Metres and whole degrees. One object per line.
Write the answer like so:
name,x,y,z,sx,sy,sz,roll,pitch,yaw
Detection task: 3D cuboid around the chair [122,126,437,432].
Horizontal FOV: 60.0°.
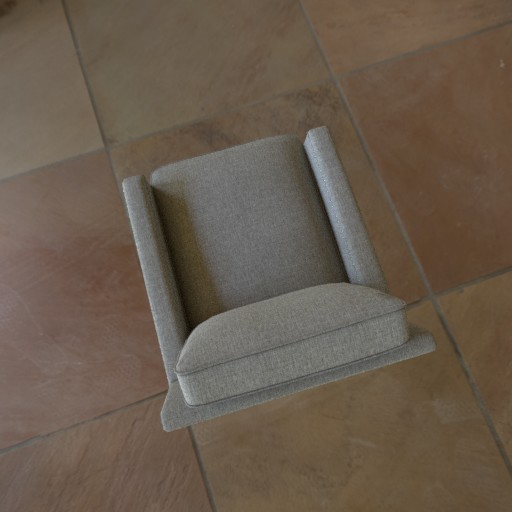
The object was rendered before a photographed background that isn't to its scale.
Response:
chair,0.000,0.000,1.730,0.853,0.943,1.014,-16,77,-4
